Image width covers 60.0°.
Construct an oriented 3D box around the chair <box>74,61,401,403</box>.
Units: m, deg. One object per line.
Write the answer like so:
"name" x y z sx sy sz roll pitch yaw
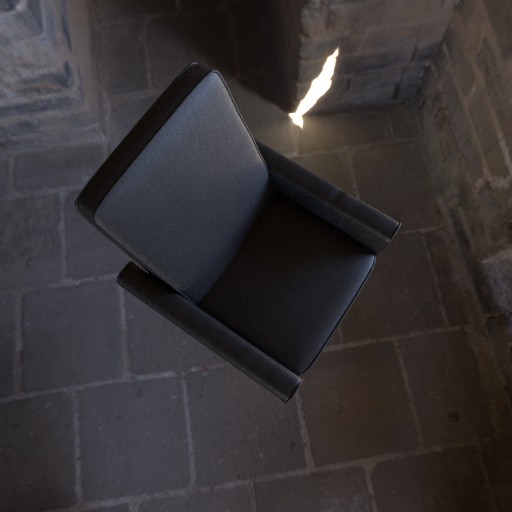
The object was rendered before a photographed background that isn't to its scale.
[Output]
"chair" 0.000 0.000 1.539 0.746 1.013 0.705 33 77 8
